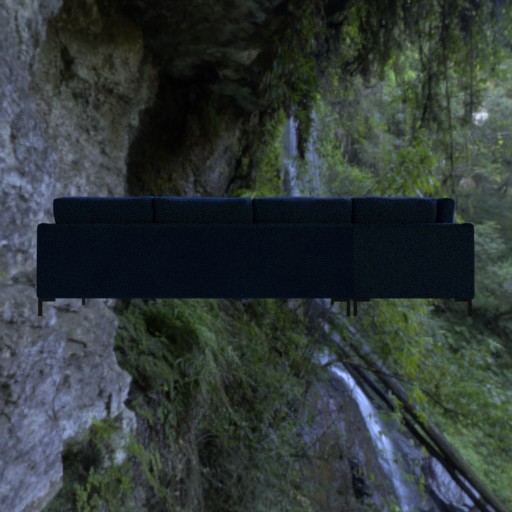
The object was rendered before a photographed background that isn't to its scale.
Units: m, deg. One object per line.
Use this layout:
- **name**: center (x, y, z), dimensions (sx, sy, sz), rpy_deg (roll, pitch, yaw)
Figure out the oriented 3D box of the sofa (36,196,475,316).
- **sofa**: center (0.000, 0.000, 3.908), dimensions (2.949, 0.815, 2.007), rpy_deg (0, 0, 0)
